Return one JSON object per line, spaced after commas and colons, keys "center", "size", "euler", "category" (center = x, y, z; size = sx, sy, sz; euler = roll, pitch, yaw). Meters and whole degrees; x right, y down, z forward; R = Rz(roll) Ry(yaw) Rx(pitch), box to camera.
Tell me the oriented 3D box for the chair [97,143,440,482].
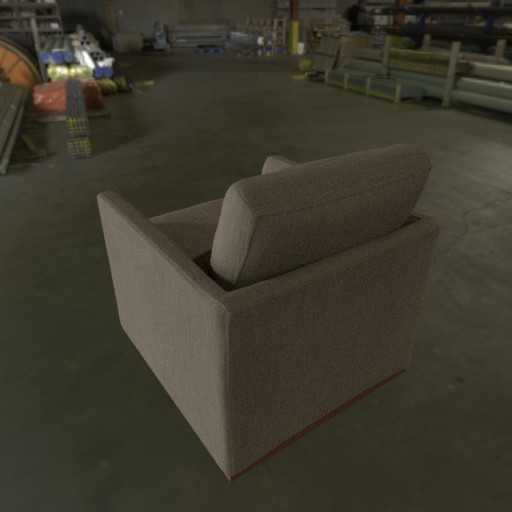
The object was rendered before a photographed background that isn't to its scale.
{"center": [0.000, 0.000, 1.473], "size": [0.763, 0.811, 0.834], "euler": [-19, 35, -30], "category": "chair"}
